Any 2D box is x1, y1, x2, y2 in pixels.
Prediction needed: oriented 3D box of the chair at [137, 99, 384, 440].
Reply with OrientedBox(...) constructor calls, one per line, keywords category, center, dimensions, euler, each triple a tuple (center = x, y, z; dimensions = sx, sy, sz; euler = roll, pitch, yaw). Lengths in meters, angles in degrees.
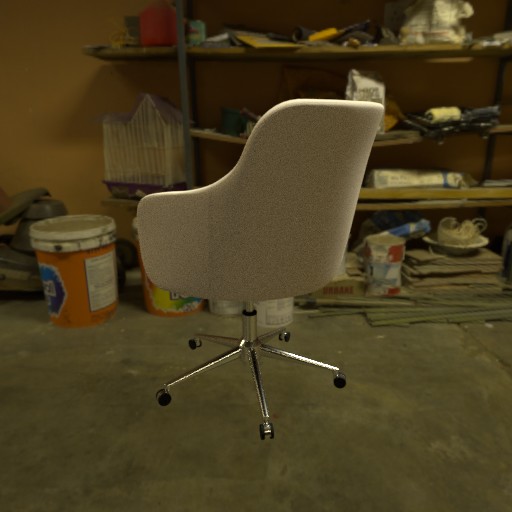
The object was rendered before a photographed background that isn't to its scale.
OrientedBox(category="chair", center=(0.000, 0.000, 1.261), dimensions=(0.602, 0.819, 0.647), euler=(-16, 23, -42))
